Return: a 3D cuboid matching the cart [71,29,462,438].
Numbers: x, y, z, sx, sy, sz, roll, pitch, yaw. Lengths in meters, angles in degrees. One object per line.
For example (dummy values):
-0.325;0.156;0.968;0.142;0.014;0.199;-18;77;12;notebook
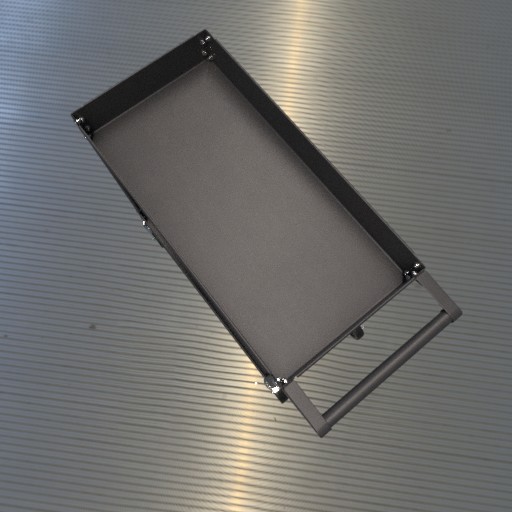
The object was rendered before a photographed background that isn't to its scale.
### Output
0.000;0.000;1.171;0.366;0.719;0.779;-37;77;-10;cart
